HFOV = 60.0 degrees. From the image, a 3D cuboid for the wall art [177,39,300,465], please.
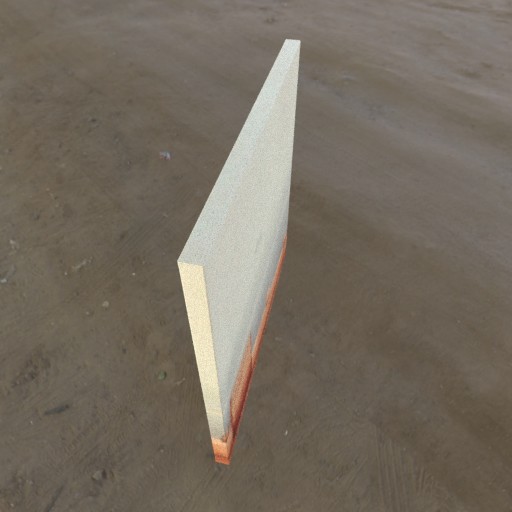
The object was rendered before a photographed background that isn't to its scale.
[{"bbox_3d":[0.000,0.000,0.591,0.023,0.405,0.405,10,48,9],"label":"wall art"}]
